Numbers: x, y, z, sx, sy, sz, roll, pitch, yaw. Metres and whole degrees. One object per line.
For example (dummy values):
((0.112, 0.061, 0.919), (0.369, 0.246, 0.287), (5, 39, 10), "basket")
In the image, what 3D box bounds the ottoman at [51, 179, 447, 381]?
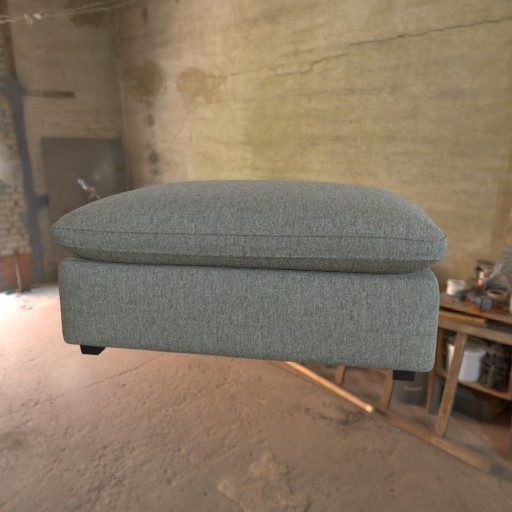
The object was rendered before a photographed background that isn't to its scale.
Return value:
((0.000, 0.000, 1.375), (0.977, 0.451, 0.694), (2, 15, 9), "ottoman")
